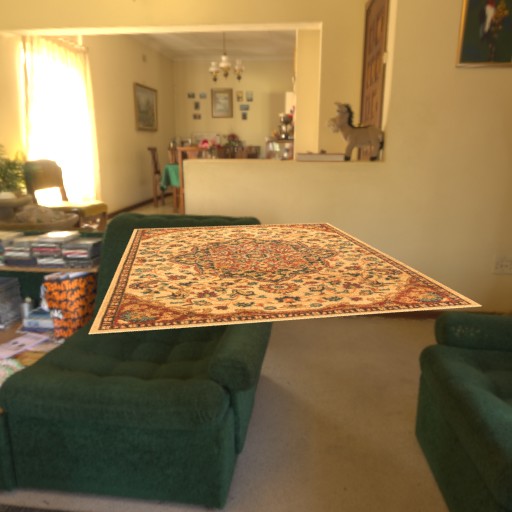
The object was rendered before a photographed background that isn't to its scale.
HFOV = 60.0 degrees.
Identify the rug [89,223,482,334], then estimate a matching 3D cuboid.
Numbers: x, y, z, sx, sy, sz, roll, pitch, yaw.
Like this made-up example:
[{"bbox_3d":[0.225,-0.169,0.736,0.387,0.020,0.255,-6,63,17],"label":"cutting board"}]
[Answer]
[{"bbox_3d":[0.000,0.000,4.147,2.454,0.005,3.067,-3,15,-10],"label":"rug"}]
